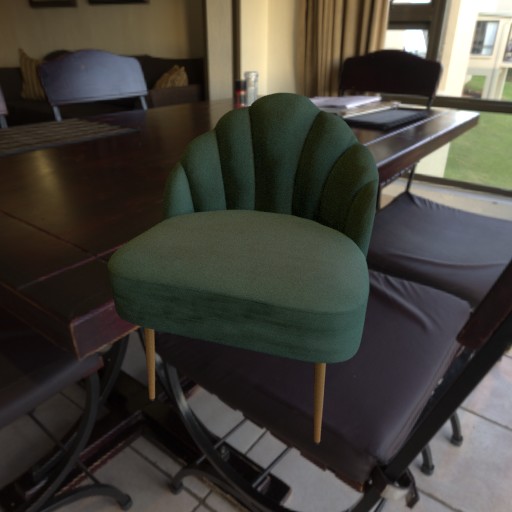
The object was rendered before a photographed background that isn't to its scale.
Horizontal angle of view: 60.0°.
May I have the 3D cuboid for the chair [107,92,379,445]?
[{"bbox_3d":[0.000,0.000,1.269,0.657,0.819,0.599,8,28,16],"label":"chair"}]
